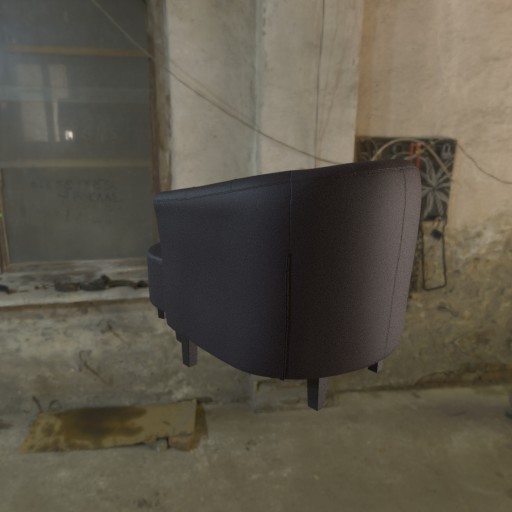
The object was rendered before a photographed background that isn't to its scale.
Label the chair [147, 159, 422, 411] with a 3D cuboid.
[{"bbox_3d":[0.000,0.000,1.718,0.763,0.760,1.191,-13,19,-42],"label":"chair"}]
